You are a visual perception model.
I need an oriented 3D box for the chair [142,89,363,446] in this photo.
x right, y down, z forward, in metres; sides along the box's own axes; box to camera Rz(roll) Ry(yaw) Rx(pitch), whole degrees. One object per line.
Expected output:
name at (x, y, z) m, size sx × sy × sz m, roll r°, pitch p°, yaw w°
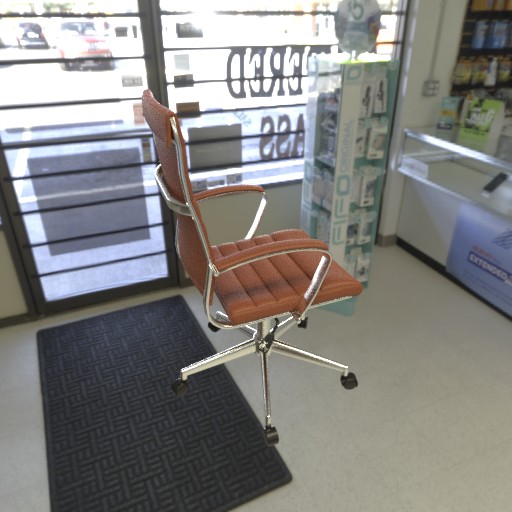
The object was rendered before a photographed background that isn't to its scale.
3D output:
chair at (0.000, 0.000, 1.652) m, size 0.739 × 1.149 × 0.766 m, roll -10°, pitch 30°, yaw -18°
